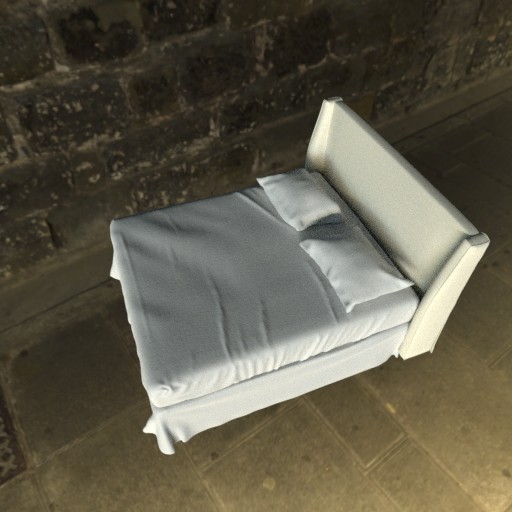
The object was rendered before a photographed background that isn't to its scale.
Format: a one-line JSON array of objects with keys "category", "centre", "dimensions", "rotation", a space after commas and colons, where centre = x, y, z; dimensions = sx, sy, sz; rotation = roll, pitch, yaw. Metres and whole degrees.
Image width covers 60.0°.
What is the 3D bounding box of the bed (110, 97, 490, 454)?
[{"category": "bed", "centre": [0.000, 0.000, 3.410], "dimensions": [2.276, 1.332, 1.925], "rotation": [-16, 49, -14]}]
